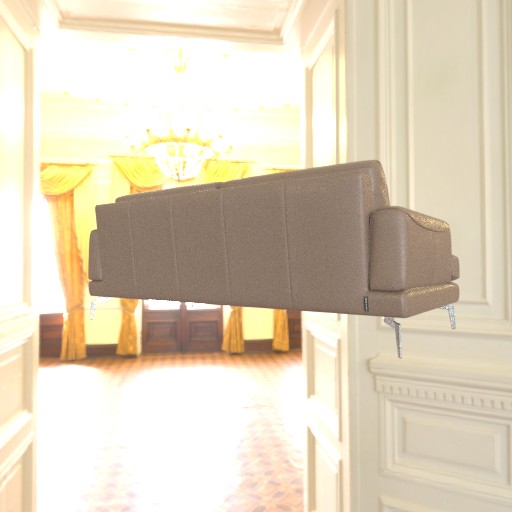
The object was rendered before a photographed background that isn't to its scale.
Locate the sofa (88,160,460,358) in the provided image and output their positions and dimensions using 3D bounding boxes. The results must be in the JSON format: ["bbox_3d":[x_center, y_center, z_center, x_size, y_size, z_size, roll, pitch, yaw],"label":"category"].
[{"bbox_3d":[0.000,0.000,2.475,1.940,0.765,0.974,-1,-1,36],"label":"sofa"}]
